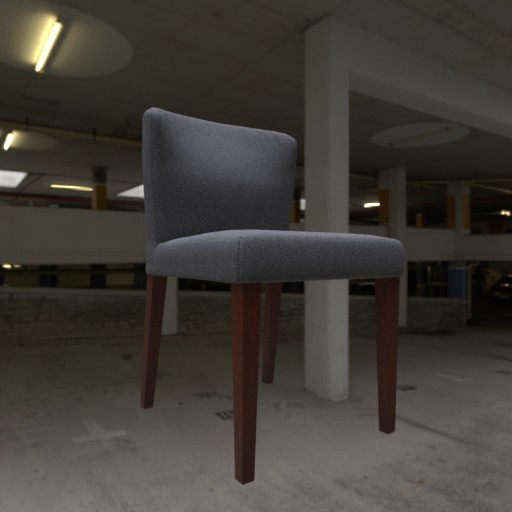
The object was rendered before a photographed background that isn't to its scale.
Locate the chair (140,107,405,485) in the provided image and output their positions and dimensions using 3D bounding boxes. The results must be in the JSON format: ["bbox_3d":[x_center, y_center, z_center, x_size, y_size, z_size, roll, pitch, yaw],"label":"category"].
[{"bbox_3d":[0.000,0.000,1.156,0.491,0.839,0.592,0,0,-35],"label":"chair"}]
